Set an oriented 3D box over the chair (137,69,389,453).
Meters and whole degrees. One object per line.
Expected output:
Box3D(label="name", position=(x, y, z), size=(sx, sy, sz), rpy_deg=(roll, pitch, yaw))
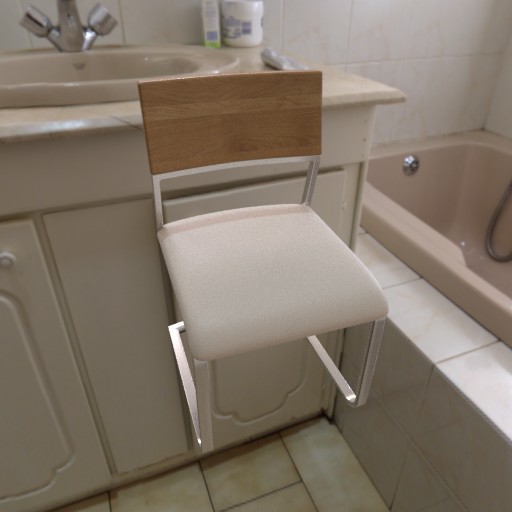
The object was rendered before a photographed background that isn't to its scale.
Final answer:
Box3D(label="chair", position=(0.000, 0.000, 1.171), size=(0.467, 0.844, 0.585), rpy_deg=(-10, 33, -16))
